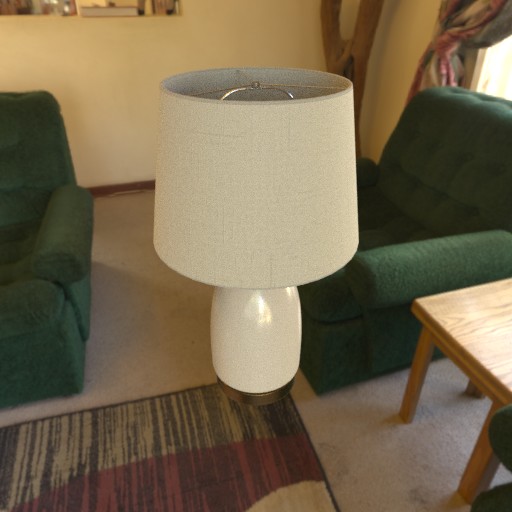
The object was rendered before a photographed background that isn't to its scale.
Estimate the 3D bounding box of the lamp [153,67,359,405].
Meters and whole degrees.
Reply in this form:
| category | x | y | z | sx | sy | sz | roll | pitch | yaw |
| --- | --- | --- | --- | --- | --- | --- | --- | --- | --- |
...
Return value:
| category | x | y | z | sx | sy | sz | roll | pitch | yaw |
| --- | --- | --- | --- | --- | --- | --- | --- | --- | --- |
| lamp | 0.000 | 0.000 | 0.649 | 0.285 | 0.483 | 0.285 | 0 | 31 | 0 |
